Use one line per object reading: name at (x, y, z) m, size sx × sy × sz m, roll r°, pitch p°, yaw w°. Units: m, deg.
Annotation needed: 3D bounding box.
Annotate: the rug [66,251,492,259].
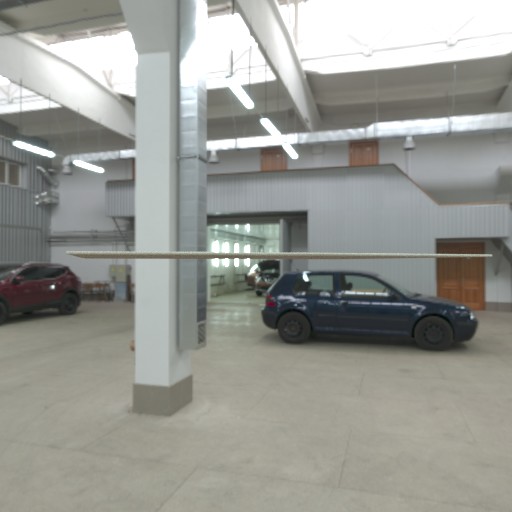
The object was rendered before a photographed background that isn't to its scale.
rug at (0.000, 0.000, 3.892) m, size 2.921 × 0.032 × 2.311 m, roll 0°, pitch -1°, yaw -19°
